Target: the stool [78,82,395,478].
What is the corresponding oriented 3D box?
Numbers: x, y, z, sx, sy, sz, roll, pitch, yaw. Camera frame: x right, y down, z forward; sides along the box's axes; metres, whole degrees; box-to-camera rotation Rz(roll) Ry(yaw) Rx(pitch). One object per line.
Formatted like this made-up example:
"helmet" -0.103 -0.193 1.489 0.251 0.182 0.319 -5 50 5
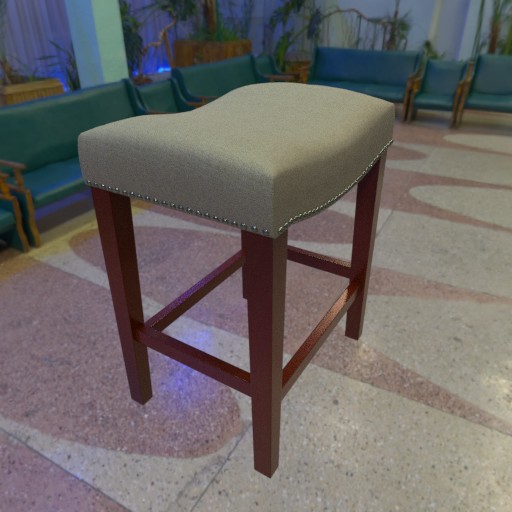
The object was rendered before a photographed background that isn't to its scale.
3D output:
"stool" 0.000 0.000 0.943 0.375 0.632 0.509 17 35 27
